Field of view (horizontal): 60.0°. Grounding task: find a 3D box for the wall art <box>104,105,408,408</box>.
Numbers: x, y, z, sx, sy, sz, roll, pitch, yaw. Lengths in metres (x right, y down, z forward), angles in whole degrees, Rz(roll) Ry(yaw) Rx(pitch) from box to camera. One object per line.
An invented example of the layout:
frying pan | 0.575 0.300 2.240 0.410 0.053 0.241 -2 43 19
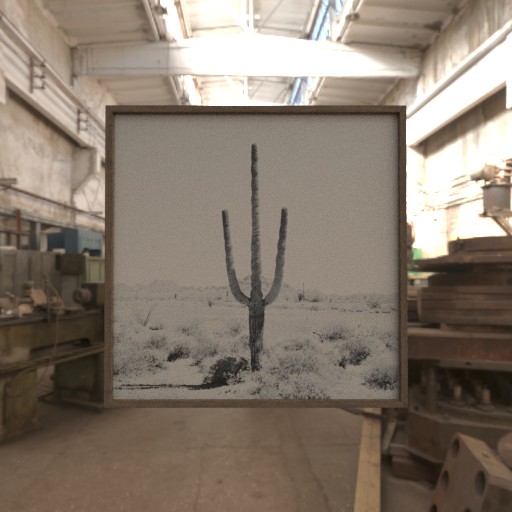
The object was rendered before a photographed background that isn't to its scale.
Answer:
wall art | 0.000 0.000 0.763 0.508 0.508 0.038 0 -1 0
